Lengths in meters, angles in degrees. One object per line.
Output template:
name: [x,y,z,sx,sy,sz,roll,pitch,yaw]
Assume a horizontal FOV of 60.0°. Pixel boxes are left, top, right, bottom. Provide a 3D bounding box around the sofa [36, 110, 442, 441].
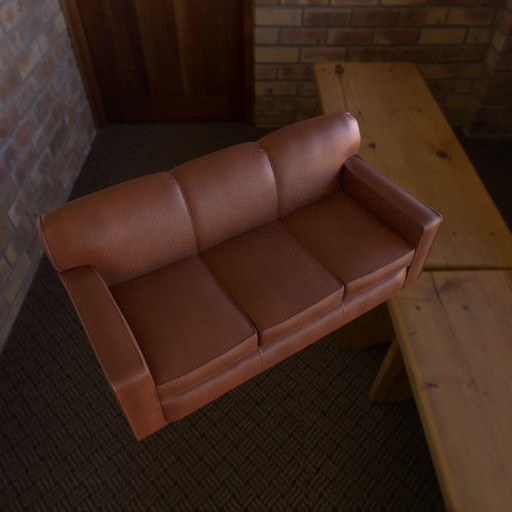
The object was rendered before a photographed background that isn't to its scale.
sofa: [0.000,0.000,2.589,2.039,0.953,1.008,-25,51,-22]
